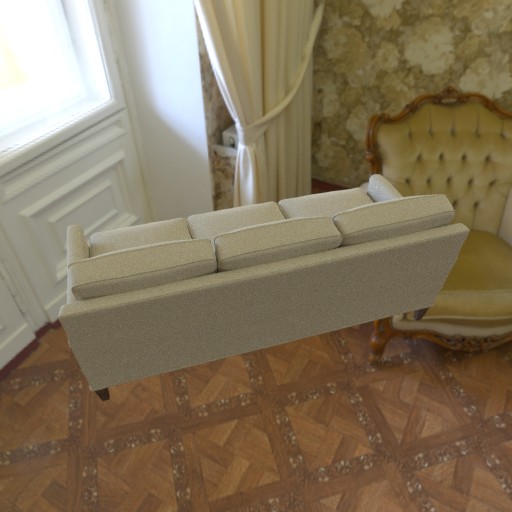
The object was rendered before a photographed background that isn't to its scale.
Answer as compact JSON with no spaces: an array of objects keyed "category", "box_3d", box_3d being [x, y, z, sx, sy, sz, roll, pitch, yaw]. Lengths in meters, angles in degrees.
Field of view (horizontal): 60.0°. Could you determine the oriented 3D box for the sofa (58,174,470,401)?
[{"category":"sofa","box_3d":[0.000,0.000,2.815,2.246,1.003,1.084,-11,42,-13]}]
